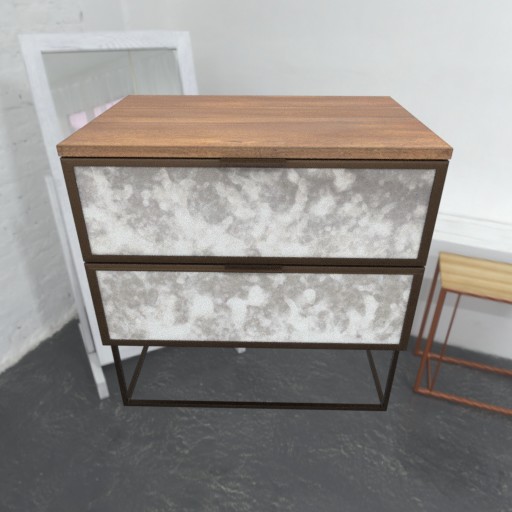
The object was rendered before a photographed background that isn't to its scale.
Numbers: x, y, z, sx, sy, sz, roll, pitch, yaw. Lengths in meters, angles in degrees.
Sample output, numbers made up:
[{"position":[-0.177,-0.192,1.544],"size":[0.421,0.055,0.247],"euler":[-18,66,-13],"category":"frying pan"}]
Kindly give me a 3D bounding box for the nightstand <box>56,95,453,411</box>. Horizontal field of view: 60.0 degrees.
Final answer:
[{"position":[0.000,0.000,0.994],"size":[0.605,0.611,0.427],"euler":[1,30,1],"category":"nightstand"}]
